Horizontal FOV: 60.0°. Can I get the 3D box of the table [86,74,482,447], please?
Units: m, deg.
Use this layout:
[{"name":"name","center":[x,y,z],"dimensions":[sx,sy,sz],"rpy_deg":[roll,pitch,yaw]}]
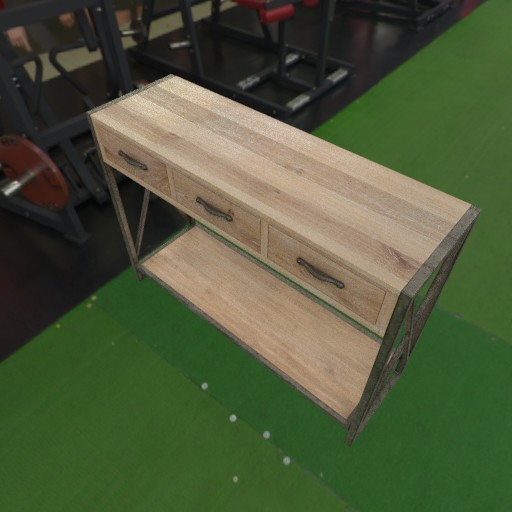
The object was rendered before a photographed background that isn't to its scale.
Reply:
[{"name":"table","center":[0.000,0.000,1.436],"dimensions":[1.059,0.763,0.361],"rpy_deg":[32,54,27]}]
